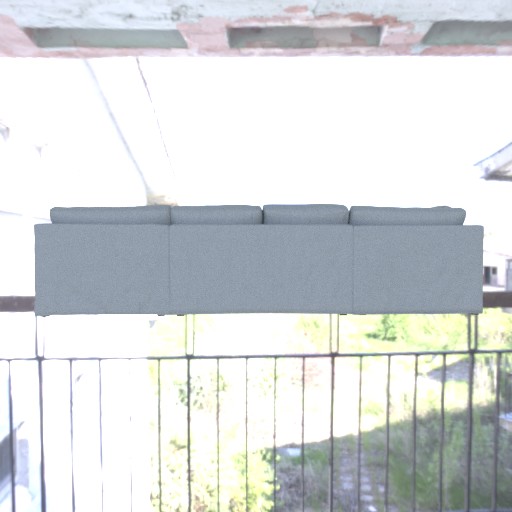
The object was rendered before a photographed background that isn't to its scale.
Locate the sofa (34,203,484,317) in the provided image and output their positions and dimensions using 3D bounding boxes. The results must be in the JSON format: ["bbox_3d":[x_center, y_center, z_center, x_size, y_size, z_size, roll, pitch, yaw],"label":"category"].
[{"bbox_3d":[0.000,0.000,4.564,3.460,0.882,2.427,0,1,-2],"label":"sofa"}]
